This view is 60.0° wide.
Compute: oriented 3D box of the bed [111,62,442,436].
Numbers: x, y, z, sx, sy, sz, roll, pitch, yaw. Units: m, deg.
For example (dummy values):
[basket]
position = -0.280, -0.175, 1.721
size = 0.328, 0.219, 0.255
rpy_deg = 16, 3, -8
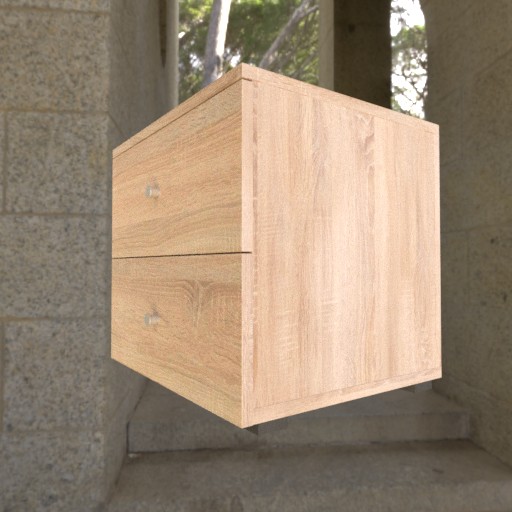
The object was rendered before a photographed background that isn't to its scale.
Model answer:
[bed]
position = 0.000, 0.000, 0.783
size = 0.401, 0.420, 0.460
rpy_deg = 1, -2, -35
